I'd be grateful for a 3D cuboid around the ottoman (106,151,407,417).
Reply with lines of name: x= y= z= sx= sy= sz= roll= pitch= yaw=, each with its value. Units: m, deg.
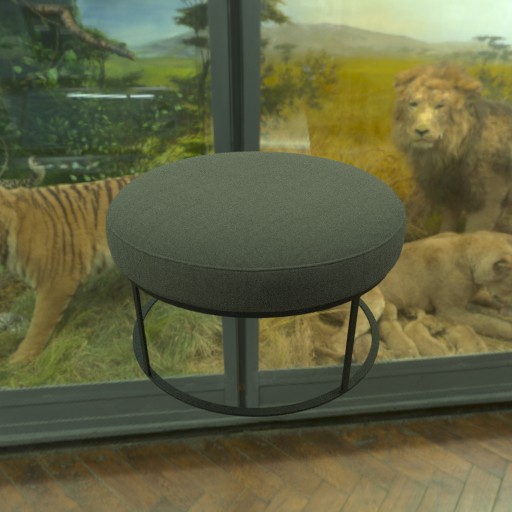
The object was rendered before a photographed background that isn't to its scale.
ottoman: x=0.000 y=0.000 z=1.244 sx=0.772 sy=0.460 sz=0.772 roll=0 pitch=28 yaw=0
